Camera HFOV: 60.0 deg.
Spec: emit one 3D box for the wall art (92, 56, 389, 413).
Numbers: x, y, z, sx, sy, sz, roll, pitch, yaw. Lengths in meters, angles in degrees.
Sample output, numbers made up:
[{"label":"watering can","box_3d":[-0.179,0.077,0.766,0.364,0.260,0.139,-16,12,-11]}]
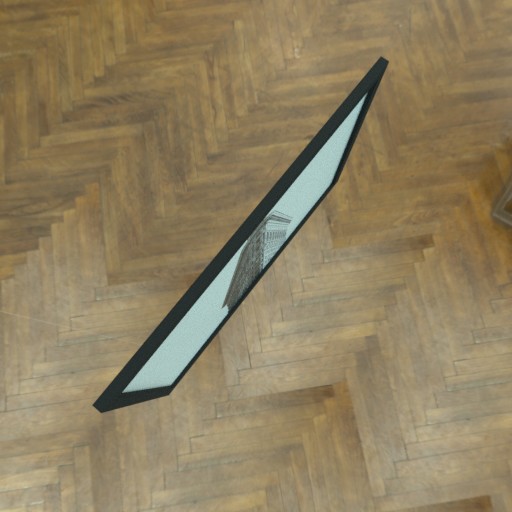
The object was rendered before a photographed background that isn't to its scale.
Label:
[{"label":"wall art","box_3d":[0.000,0.000,1.231,0.026,0.656,0.958,37,78,9]}]
